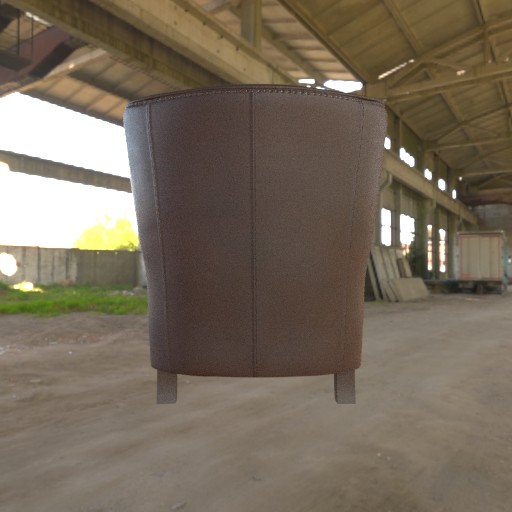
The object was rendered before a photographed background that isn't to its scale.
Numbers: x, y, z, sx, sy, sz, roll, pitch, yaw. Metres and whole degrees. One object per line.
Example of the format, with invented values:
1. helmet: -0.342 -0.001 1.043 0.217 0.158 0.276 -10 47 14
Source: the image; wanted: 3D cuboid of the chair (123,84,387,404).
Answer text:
1. chair: 0.000 0.000 1.379 0.700 0.800 0.746 0 -1 0
